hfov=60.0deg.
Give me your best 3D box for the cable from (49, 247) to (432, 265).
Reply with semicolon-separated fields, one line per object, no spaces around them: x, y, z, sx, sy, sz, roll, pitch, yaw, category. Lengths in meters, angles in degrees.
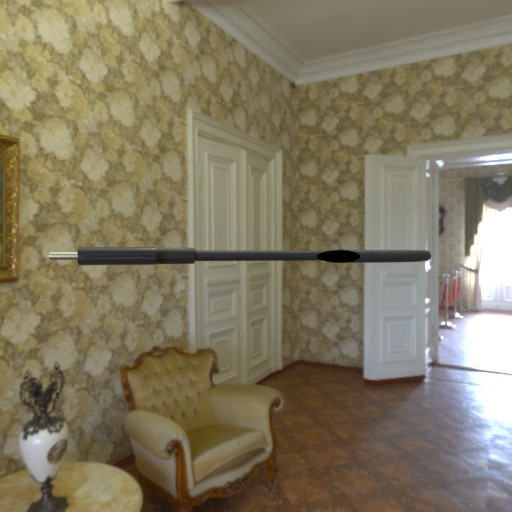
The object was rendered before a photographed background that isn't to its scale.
0.000;0.000;0.112;0.098;0.006;0.040;0;0;-17;cable
